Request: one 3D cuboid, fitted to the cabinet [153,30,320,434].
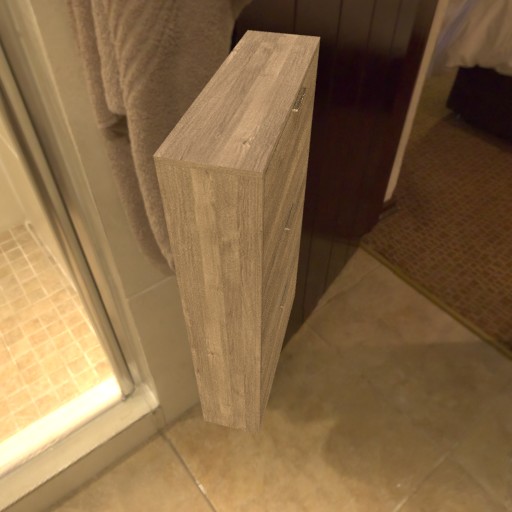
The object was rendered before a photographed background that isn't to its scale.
[{"bbox_3d":[0.000,0.000,1.615,0.250,1.280,0.750,11,47,10],"label":"cabinet"}]
